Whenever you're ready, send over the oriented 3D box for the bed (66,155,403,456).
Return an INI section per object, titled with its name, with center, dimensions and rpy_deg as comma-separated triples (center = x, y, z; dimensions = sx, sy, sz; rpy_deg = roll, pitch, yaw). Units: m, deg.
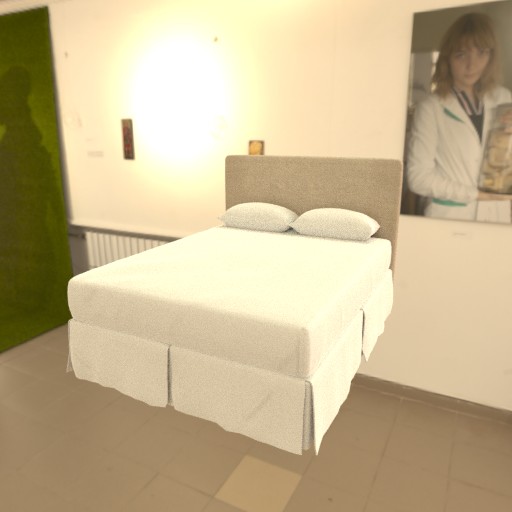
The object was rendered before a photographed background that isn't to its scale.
[bed]
center = 0.000, 0.000, 3.223
dimensions = 1.713, 1.330, 2.162
rpy_deg = 8, 17, 26
